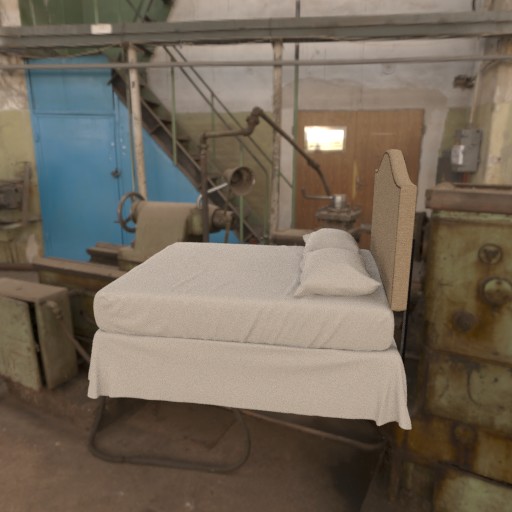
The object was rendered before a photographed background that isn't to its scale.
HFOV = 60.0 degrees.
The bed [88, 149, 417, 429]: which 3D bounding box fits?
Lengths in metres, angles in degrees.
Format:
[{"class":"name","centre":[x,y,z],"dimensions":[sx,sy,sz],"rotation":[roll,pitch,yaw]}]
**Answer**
[{"class":"bed","centre":[0.000,0.000,3.500],"dimensions":[2.221,1.645,1.876],"rotation":[2,14,9]}]
